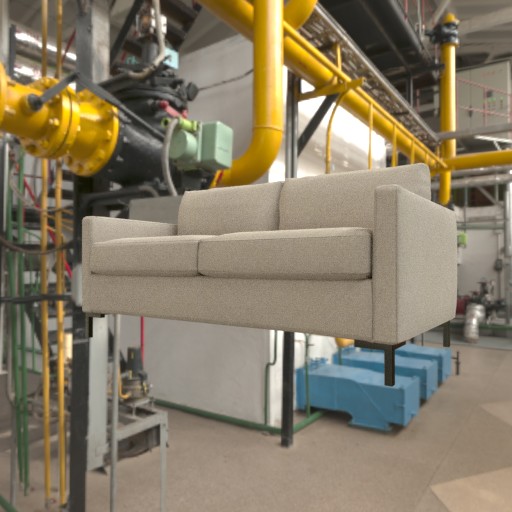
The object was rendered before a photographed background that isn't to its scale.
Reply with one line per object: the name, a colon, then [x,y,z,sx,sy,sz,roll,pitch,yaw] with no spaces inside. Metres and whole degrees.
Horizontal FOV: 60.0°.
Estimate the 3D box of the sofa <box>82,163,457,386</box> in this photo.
sofa: [0.000,0.000,2.165,1.682,0.840,0.875,-1,-1,35]
